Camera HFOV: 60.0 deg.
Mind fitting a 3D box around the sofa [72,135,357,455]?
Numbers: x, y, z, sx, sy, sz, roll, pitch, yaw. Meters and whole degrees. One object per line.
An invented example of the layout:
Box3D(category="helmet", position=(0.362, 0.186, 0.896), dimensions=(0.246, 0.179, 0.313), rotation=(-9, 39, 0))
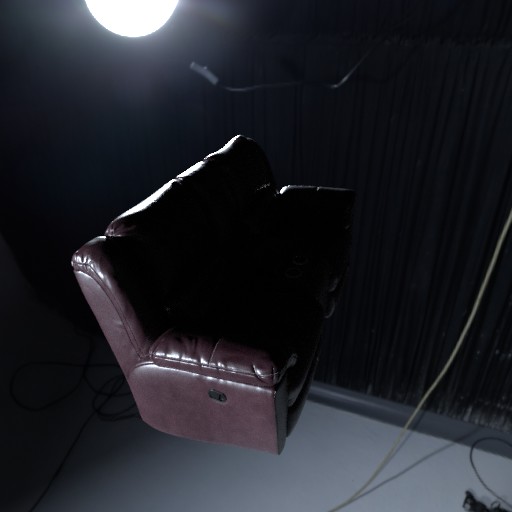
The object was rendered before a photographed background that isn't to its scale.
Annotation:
Box3D(category="sofa", position=(0.000, 0.000, 2.697), dimensions=(0.991, 1.043, 2.058), rotation=(10, 31, 17))
